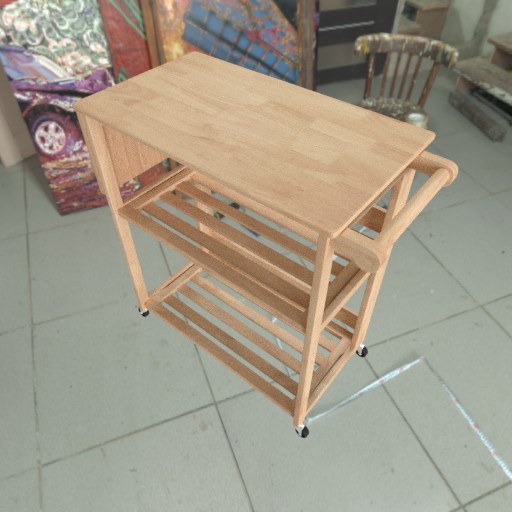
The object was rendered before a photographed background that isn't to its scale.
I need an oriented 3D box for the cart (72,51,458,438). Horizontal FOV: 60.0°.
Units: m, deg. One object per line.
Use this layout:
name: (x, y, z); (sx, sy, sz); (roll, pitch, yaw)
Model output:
cart: (0.000, 0.000, 1.331); (0.853, 0.879, 0.432); (30, 53, 26)
